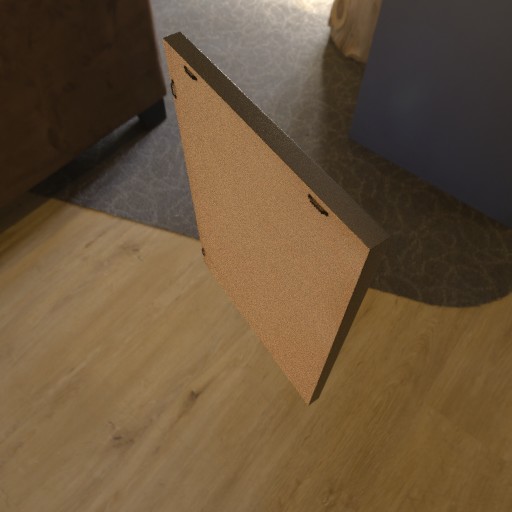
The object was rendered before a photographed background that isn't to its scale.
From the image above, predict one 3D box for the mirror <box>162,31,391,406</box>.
[{"bbox_3d":[0.000,0.000,0.923,0.039,0.710,0.507,-30,62,-18],"label":"mirror"}]
